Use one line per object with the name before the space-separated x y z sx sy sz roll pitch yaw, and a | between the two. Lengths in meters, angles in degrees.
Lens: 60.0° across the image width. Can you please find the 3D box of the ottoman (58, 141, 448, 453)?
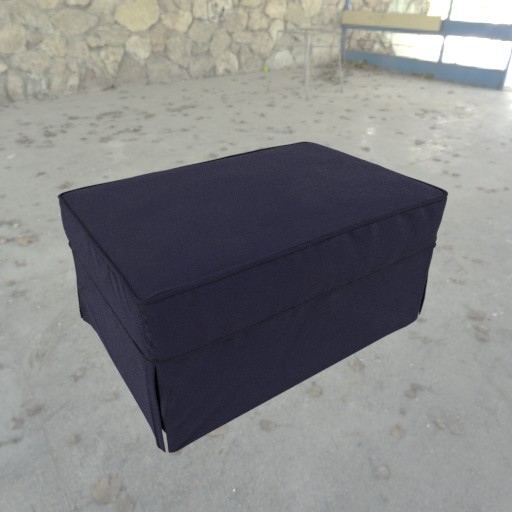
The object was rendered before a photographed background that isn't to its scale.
ottoman | 0.000 0.000 1.317 0.938 0.503 0.637 -19 36 -29
